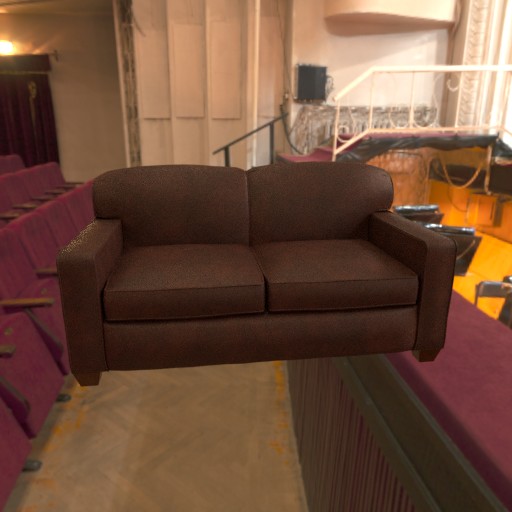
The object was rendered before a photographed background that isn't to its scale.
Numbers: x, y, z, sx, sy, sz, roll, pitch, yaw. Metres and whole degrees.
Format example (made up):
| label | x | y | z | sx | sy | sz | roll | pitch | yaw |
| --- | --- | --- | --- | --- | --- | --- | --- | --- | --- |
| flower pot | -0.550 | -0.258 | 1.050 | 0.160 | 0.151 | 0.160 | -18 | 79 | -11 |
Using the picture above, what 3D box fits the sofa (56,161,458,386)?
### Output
| label | x | y | z | sx | sy | sz | roll | pitch | yaw |
| --- | --- | --- | --- | --- | --- | --- | --- | --- | --- |
| sofa | 0.000 | 0.000 | 2.466 | 1.856 | 0.966 | 1.000 | -2 | 17 | -7 |
